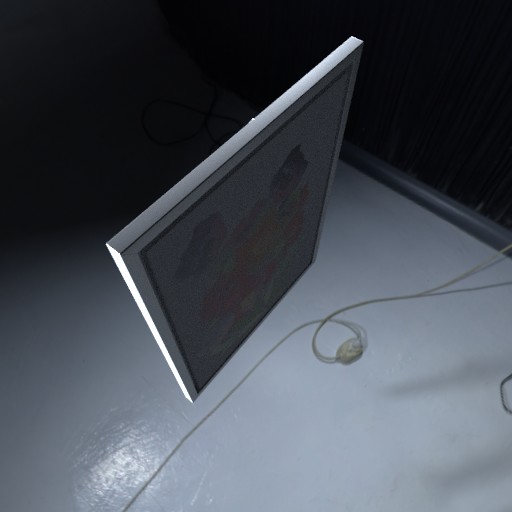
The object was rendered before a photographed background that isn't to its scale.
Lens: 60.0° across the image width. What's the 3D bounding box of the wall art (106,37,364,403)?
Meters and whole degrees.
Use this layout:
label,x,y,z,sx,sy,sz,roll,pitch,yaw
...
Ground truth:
label,x,y,z,sx,sy,sz,roll,pitch,yaw
wall art,0.000,0.000,1.394,0.042,1.056,0.805,35,64,19
